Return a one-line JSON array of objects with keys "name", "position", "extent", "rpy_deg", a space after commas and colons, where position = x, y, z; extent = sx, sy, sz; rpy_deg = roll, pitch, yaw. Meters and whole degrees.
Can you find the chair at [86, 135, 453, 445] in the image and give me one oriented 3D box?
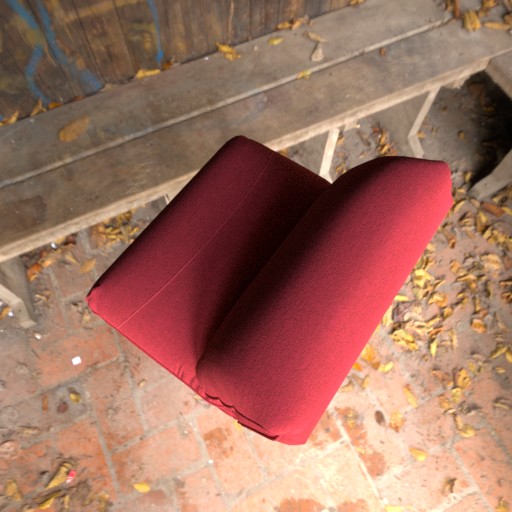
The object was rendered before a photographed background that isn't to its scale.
[{"name": "chair", "position": [0.000, 0.000, 1.324], "extent": [0.780, 0.580, 0.820], "rpy_deg": [33, 69, 14]}]
